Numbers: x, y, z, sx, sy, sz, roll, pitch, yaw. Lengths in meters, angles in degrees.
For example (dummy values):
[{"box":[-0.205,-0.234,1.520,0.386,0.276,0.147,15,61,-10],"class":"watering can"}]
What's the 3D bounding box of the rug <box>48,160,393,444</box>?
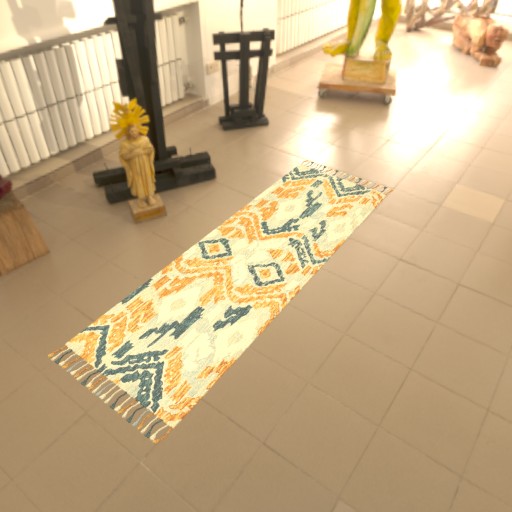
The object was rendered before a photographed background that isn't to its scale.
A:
[{"box":[0.000,0.000,2.757,0.783,0.010,2.437,26,47,26],"class":"rug"}]
